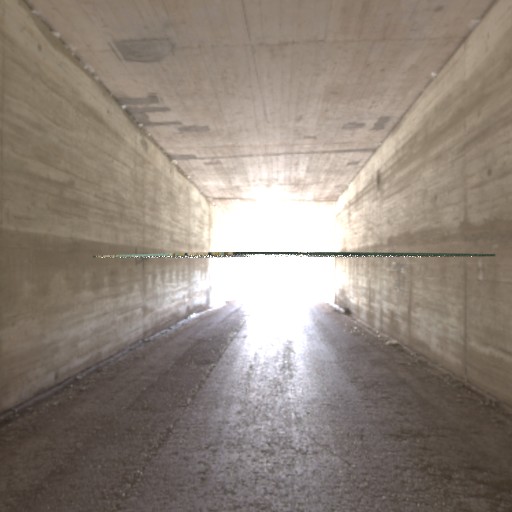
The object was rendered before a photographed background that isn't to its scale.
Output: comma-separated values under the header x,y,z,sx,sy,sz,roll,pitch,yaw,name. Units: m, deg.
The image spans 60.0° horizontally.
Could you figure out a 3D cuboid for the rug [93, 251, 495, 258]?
x,y,z,sx,sy,sz,roll,pitch,yaw,name
0.000,0.000,2.284,1.212,0.010,1.811,0,-1,-33,rug
